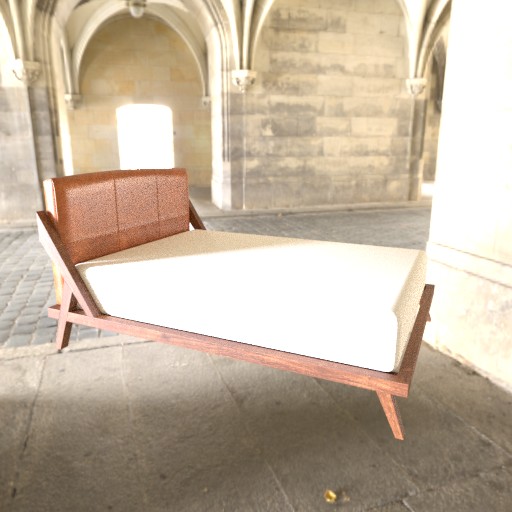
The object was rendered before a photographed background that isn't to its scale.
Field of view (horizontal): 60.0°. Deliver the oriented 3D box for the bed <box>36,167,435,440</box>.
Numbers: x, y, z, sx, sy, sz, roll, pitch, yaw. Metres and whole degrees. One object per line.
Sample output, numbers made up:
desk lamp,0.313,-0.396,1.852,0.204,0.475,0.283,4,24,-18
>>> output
bed,0.000,0.000,3.145,2.311,1.168,1.651,6,15,24
